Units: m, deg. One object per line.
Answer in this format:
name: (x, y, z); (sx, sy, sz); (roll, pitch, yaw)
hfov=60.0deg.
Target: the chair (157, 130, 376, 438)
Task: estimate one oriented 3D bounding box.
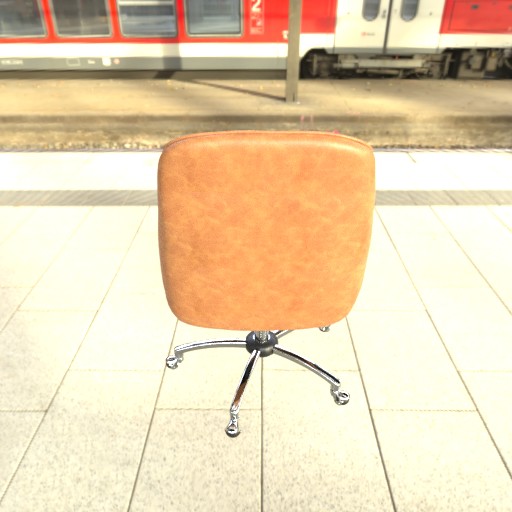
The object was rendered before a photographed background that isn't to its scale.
chair: (0.000, 0.000, 1.318); (0.628, 0.909, 0.615); (-1, 32, -1)
